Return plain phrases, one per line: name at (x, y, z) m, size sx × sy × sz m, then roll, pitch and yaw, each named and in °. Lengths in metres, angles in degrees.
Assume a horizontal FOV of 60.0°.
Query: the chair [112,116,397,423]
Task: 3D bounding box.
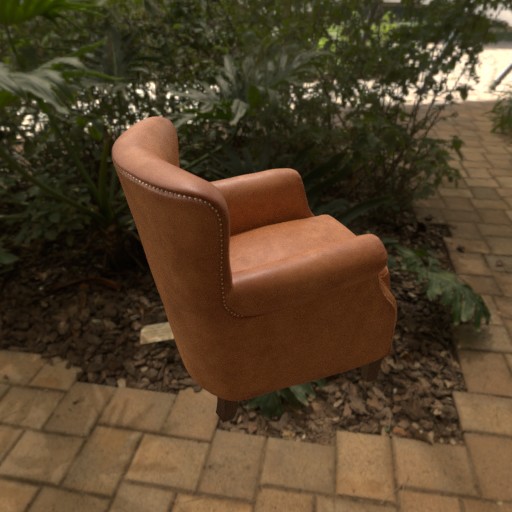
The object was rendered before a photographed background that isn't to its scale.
chair at (0.000, 0.000, 1.686) m, size 0.921 × 0.936 × 0.861 m, roll -10°, pitch 31°, yaw -16°
